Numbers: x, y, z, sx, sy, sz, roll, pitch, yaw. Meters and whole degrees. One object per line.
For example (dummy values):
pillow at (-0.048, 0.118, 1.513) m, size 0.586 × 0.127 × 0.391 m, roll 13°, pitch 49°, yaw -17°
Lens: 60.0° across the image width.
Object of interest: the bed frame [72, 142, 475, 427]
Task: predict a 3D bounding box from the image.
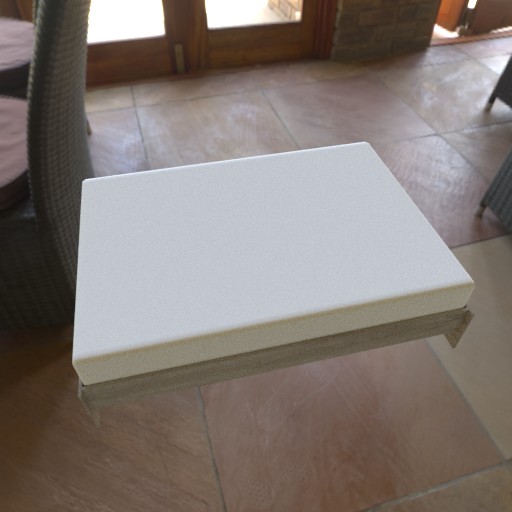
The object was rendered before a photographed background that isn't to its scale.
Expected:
bed frame at (0.000, 0.000, 2.634) m, size 1.945 × 0.497 × 1.445 m, roll -10°, pitch 47°, yaw -9°
